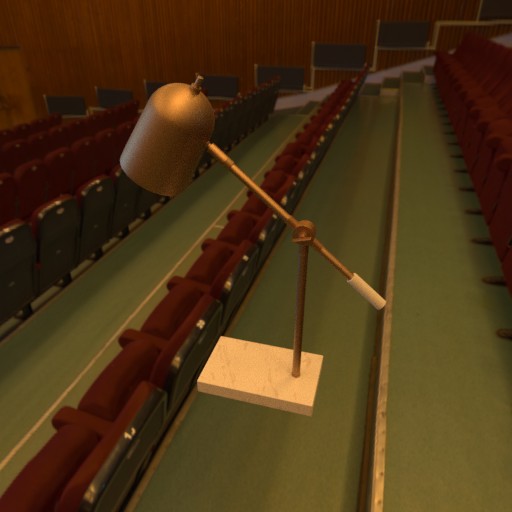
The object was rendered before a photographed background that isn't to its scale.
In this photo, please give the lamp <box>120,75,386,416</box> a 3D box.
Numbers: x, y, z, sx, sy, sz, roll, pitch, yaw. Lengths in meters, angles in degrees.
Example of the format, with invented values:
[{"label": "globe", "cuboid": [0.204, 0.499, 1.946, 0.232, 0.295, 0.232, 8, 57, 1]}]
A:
[{"label": "lamp", "cuboid": [0.000, 0.000, 0.801, 0.471, 0.603, 0.144, 8, 31, 14]}]
